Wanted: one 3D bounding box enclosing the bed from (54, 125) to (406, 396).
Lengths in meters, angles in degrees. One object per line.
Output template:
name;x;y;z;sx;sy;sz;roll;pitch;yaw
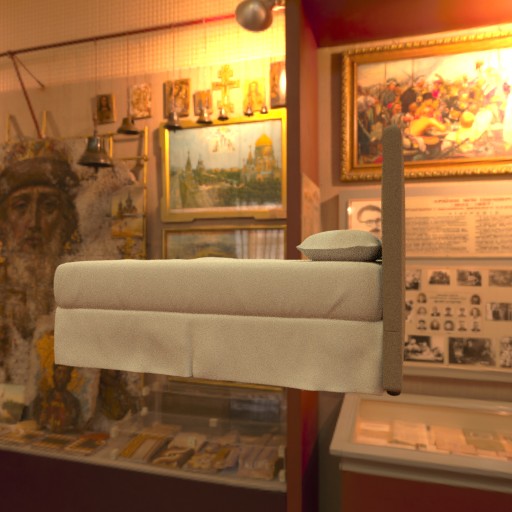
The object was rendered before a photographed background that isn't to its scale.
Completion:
bed;0.000;0.000;3.422;2.182;1.421;2.083;0;0;19
